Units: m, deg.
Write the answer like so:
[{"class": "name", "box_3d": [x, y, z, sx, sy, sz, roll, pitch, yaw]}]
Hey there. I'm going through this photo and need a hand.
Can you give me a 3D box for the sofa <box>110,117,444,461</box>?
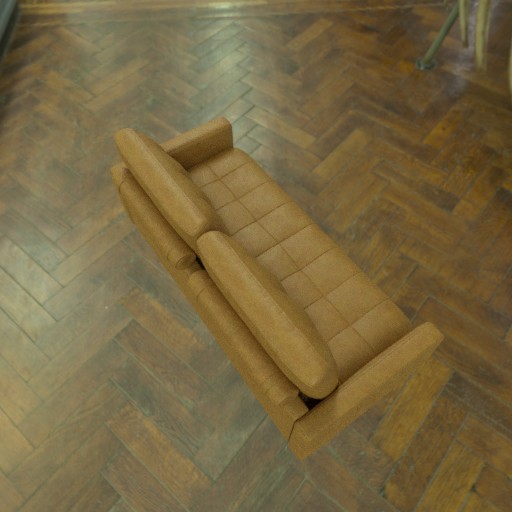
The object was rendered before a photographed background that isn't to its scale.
[{"class": "sofa", "box_3d": [0.000, 0.000, 2.325, 0.850, 0.898, 1.821, -31, 62, -18]}]
